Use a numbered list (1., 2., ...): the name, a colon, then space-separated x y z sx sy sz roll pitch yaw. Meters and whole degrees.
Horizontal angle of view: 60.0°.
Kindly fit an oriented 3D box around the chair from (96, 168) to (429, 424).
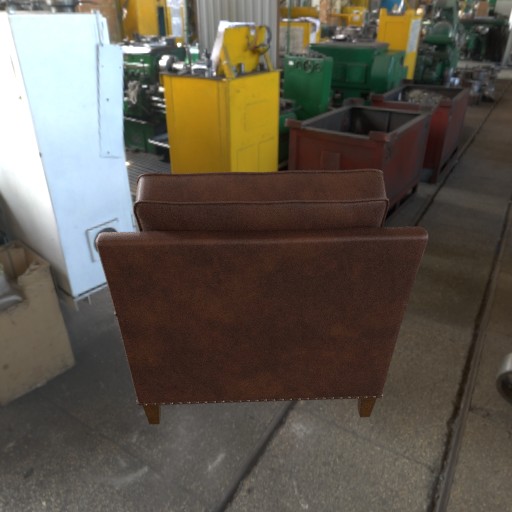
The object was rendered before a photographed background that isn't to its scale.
1. chair: 0.000 0.000 1.713 0.853 0.929 1.014 -1 30 -2
